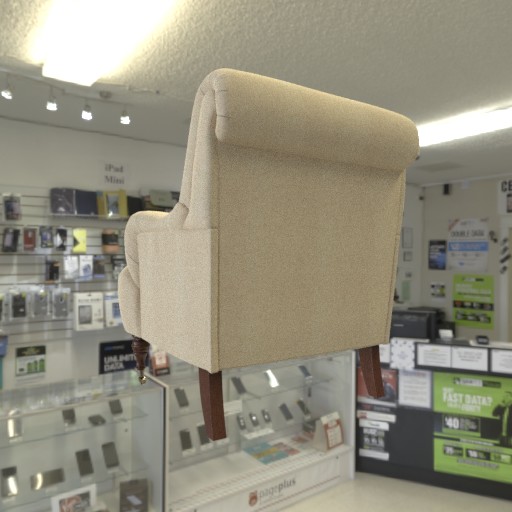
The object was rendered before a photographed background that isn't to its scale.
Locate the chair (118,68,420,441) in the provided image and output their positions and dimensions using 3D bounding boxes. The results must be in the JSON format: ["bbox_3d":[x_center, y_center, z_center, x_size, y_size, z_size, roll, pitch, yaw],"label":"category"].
[{"bbox_3d":[0.000,0.000,1.554,0.766,0.944,0.842,0,0,-34],"label":"chair"}]
